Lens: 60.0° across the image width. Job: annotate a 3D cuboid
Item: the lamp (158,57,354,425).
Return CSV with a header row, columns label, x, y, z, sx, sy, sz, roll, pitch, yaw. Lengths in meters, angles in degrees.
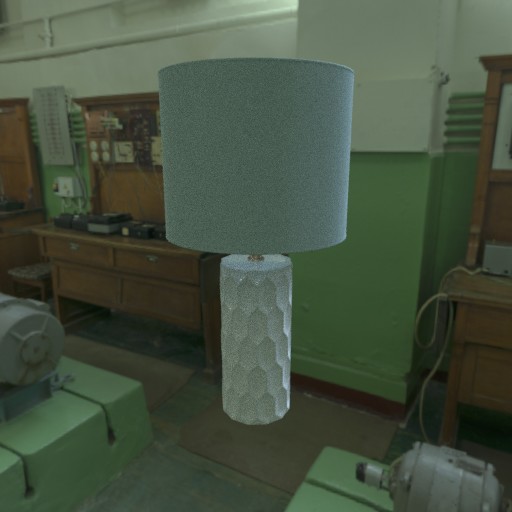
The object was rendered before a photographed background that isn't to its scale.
label,x,y,z,sx,sy,sz,roll,pitch,yaw
lamp,0.000,0.000,0.702,0.277,0.534,0.277,7,16,27
